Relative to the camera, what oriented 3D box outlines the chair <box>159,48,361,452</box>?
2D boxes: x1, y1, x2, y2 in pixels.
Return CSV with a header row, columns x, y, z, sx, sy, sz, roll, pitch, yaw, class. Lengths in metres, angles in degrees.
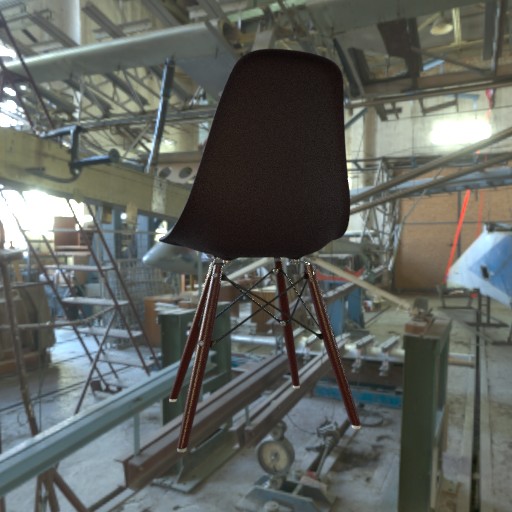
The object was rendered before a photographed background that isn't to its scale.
x,y,z,sx,sy,sz,roll,pitch,yaw,class
0.000,0.000,1.140,0.470,0.826,0.533,0,1,-19,chair
